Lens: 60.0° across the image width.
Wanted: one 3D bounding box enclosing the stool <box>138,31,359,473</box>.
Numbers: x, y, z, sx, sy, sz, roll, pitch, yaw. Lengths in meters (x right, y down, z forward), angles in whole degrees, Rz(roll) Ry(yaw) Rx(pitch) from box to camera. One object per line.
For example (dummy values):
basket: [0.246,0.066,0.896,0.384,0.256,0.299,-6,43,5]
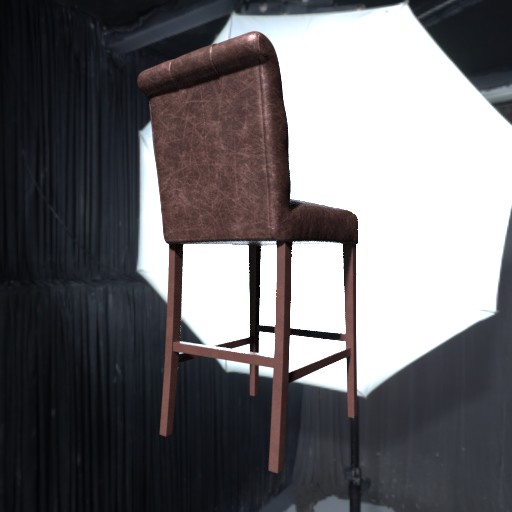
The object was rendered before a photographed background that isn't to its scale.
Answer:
stool: [0.000,0.000,1.504,0.483,1.168,0.659,0,0,35]
